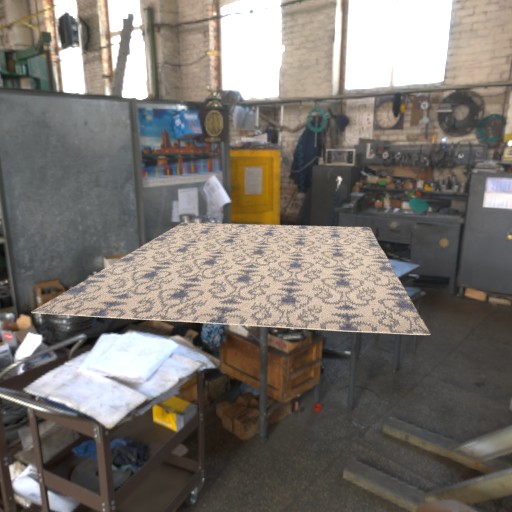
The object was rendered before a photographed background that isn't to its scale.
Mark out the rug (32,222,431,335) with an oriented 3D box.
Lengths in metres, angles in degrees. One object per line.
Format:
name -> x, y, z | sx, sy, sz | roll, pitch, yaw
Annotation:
rug -> 0.000, 0.000, 4.172 | 2.437, 0.015, 3.205 | 2, 15, 8
